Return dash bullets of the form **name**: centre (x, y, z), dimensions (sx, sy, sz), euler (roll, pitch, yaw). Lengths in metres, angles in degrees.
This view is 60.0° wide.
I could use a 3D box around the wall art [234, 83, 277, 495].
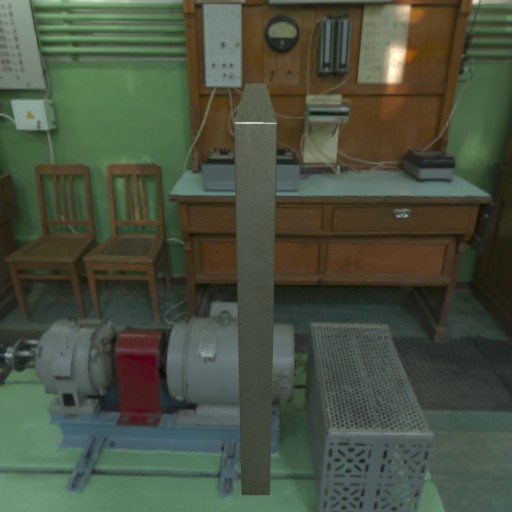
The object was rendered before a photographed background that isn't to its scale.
- **wall art**: centre (0.000, 0.000, 0.742), dimensions (0.040, 0.506, 0.503), euler (0, 25, 0)
